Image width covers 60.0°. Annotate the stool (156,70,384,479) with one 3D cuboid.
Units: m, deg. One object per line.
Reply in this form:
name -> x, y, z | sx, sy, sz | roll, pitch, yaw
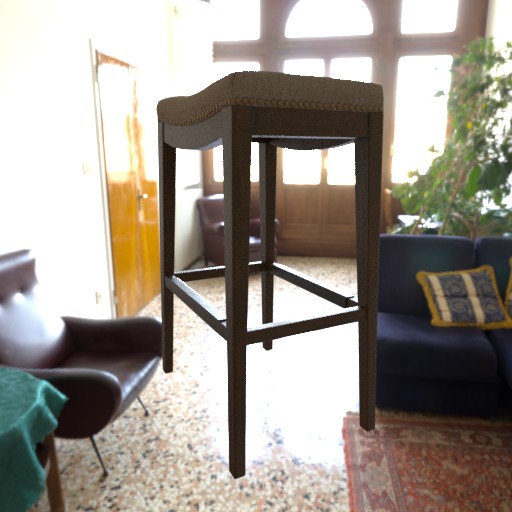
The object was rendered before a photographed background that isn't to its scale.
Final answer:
stool -> 0.000, 0.000, 1.076 | 0.356, 0.762, 0.508 | -7, 15, -27
